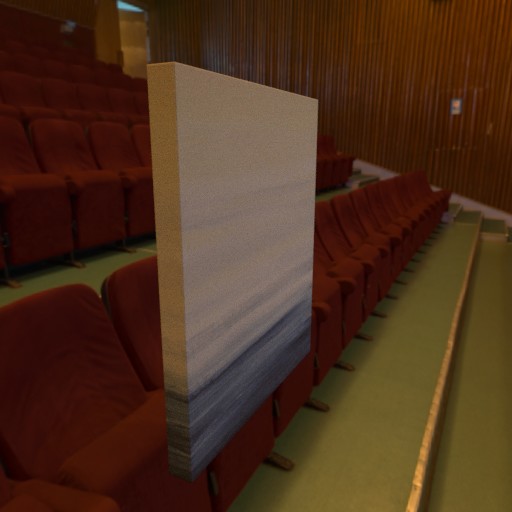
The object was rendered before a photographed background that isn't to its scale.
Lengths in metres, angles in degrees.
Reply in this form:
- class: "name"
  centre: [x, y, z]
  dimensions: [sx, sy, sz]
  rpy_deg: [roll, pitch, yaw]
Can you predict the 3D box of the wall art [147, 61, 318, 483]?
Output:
- class: "wall art"
  centre: [0.000, 0.000, 0.712]
  dimensions: [0.037, 0.511, 0.435]
  rpy_deg: [7, 16, 27]
